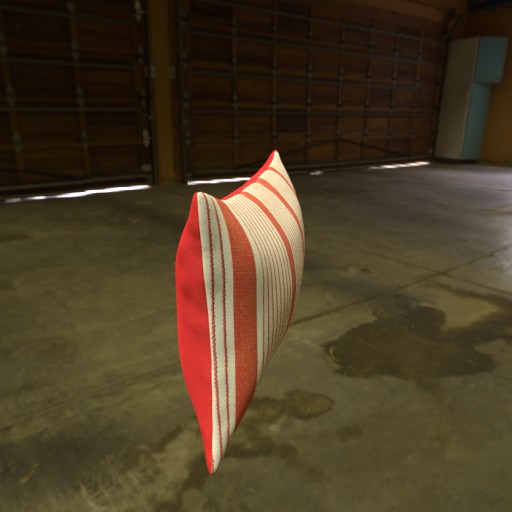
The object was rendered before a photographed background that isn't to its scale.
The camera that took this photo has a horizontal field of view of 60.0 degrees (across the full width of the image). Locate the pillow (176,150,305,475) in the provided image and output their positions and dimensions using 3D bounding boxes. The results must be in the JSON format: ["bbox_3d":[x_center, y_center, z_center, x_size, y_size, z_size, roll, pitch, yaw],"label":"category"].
[{"bbox_3d":[0.000,0.000,0.706,0.151,0.297,0.608,3,17,8],"label":"pillow"}]
